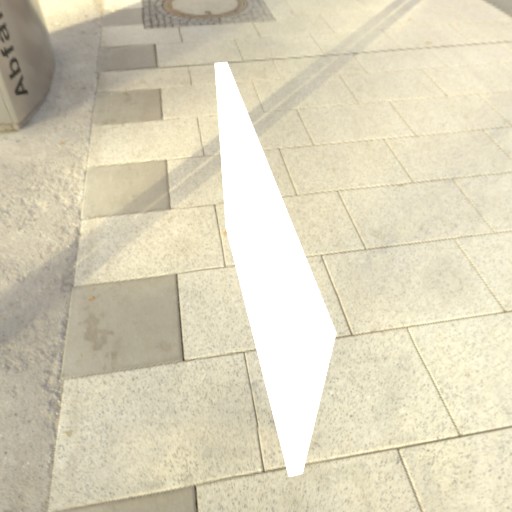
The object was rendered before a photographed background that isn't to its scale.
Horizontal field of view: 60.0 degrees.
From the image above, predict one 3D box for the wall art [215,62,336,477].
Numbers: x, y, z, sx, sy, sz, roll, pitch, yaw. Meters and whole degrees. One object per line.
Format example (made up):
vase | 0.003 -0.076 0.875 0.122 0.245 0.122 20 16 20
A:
wall art | 0.000 0.000 1.670 0.051 0.902 1.308 -9 48 -8
